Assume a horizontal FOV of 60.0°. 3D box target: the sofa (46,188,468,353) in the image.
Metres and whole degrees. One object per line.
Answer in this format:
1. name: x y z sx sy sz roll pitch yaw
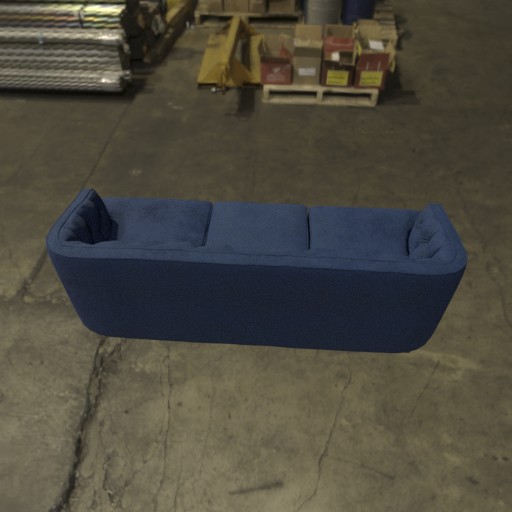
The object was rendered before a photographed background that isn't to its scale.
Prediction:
1. sofa: 0.000 0.000 2.763 2.278 0.855 0.941 3 46 3
